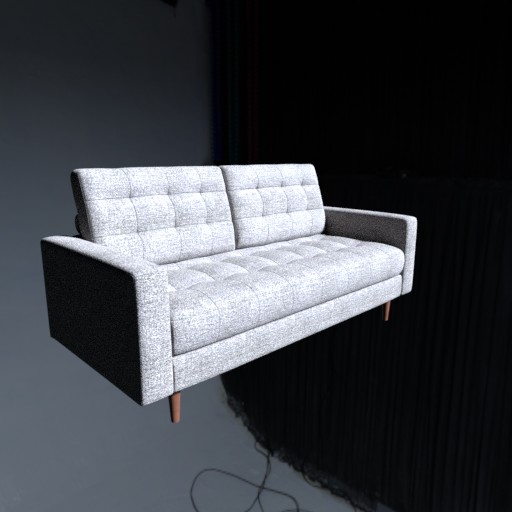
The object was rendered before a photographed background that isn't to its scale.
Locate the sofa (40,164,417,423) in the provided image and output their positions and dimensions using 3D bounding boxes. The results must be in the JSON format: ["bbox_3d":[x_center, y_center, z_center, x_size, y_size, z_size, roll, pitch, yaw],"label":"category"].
[{"bbox_3d":[0.000,0.000,2.280,1.821,0.902,0.863,-12,18,-43],"label":"sofa"}]
